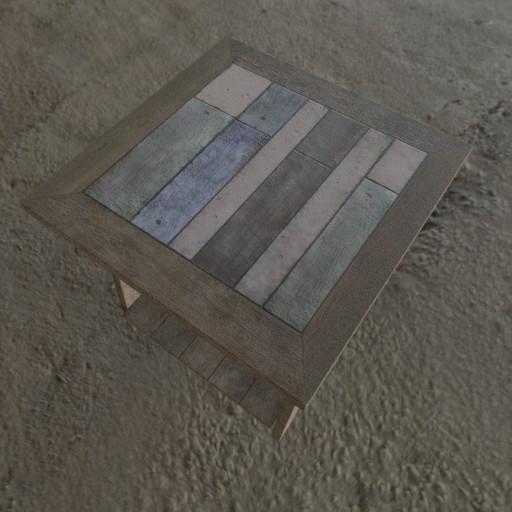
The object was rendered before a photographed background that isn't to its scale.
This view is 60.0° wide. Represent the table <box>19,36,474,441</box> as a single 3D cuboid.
[{"bbox_3d":[0.000,0.000,1.091,0.610,0.610,0.610,32,64,17],"label":"table"}]
